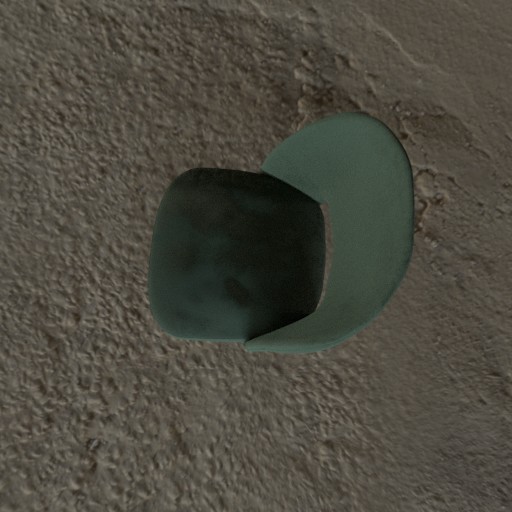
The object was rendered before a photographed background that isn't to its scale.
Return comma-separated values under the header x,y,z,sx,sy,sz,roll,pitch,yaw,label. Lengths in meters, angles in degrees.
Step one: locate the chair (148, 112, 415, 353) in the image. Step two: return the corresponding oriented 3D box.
x,y,z,sx,sy,sz,roll,pitch,yaw,label
0.000,0.000,1.216,0.577,0.860,0.527,5,75,1,chair
